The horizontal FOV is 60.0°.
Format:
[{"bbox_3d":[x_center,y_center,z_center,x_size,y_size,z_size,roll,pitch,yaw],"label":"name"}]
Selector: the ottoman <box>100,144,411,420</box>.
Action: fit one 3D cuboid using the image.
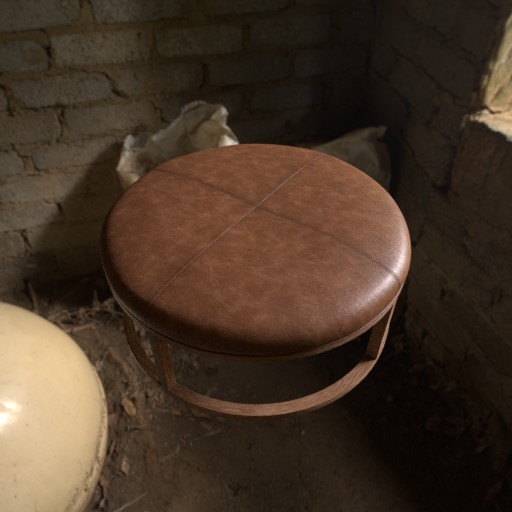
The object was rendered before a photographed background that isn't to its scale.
[{"bbox_3d":[0.000,0.000,1.563,1.006,0.445,1.006,0,42,0],"label":"ottoman"}]
